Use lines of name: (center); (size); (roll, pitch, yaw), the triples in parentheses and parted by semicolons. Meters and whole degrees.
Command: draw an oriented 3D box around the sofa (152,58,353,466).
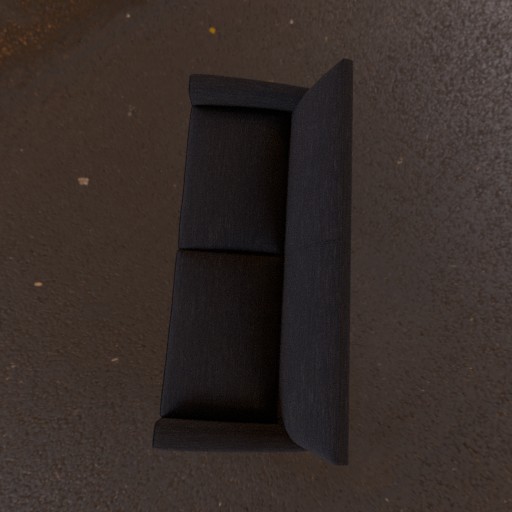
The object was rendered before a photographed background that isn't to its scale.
sofa: (0.000, 0.000, 2.431); (0.875, 0.846, 1.976); (3, 78, 1)
